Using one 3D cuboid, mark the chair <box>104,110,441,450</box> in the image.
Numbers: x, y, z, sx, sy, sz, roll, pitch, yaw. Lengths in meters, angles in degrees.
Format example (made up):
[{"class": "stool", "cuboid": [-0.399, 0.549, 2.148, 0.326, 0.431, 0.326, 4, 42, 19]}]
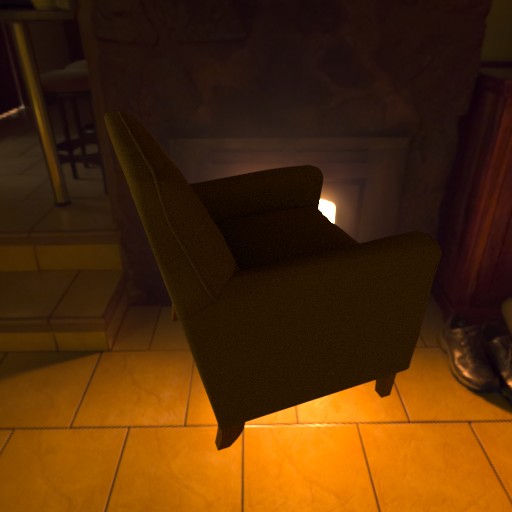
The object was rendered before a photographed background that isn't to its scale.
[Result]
[{"class": "chair", "cuboid": [0.000, 0.000, 1.550, 0.831, 0.911, 0.836, -10, 31, -18]}]
